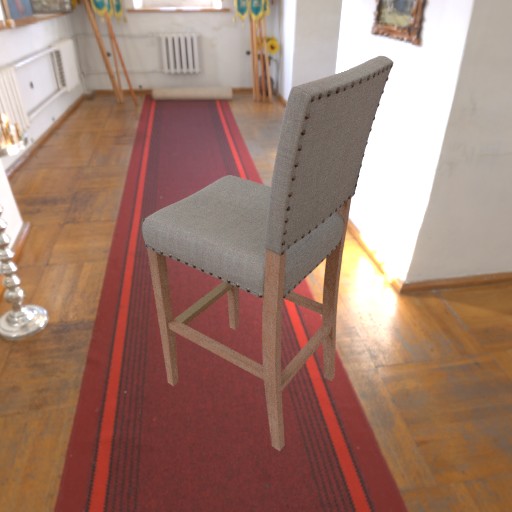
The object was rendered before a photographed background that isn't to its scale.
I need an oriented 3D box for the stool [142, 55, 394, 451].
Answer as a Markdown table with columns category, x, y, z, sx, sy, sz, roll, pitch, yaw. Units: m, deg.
| category | x | y | z | sx | sy | sz | roll | pitch | yaw |
| --- | --- | --- | --- | --- | --- | --- | --- | --- | --- |
| stool | 0.000 | 0.000 | 1.452 | 0.585 | 1.203 | 0.445 | 22 | 39 | 29 |
